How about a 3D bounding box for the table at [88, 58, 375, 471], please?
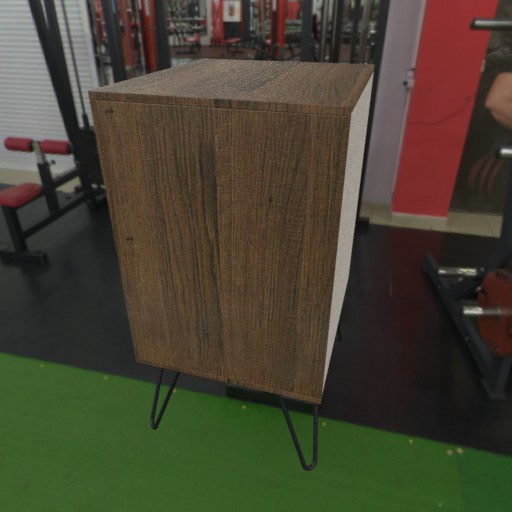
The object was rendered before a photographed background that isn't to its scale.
[{"bbox_3d":[0.000,0.000,1.137,0.457,0.866,0.526,9,31,15],"label":"table"}]
